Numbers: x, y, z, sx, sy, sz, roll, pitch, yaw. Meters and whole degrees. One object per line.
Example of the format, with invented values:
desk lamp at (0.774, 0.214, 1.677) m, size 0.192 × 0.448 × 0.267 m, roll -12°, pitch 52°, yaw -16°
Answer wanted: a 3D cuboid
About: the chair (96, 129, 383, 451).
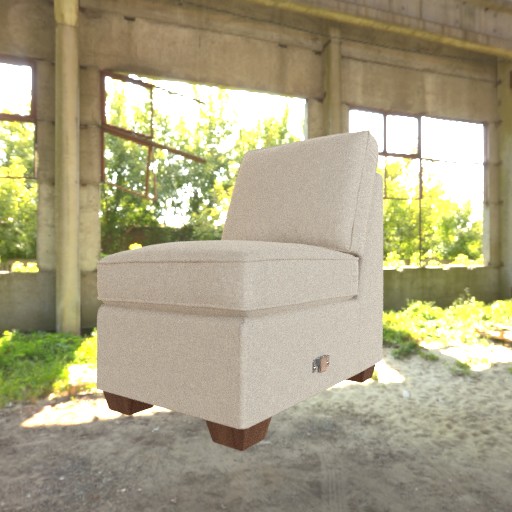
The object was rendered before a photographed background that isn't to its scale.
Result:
chair at (0.000, 0.000, 1.581) m, size 0.621 × 0.970 × 0.938 m, roll 0°, pitch -1°, yaw 36°
